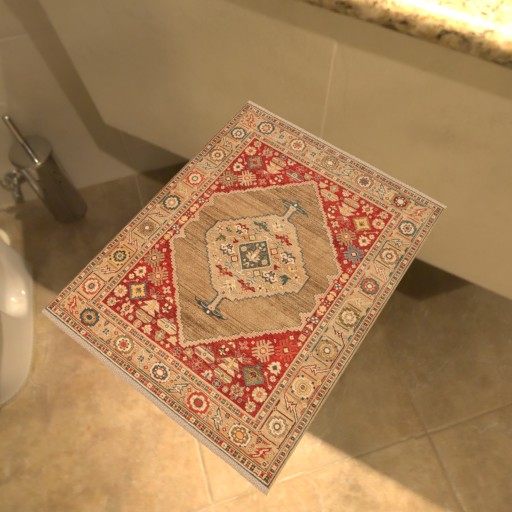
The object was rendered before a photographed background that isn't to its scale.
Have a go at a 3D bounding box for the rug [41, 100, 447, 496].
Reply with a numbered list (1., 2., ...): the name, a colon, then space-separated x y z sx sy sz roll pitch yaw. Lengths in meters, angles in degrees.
1. rug: 0.000 0.000 4.172 2.451 0.008 3.143 33 68 15
